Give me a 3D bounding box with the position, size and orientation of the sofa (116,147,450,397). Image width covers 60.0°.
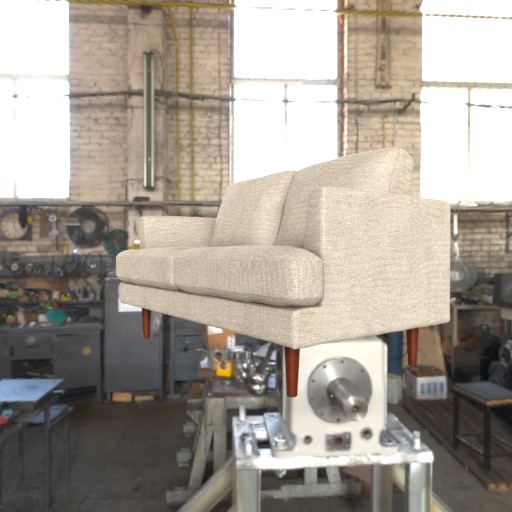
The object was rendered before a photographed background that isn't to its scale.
[{"bbox_3d":[0.000,0.000,2.203,0.903,0.944,1.582,0,1,-36],"label":"sofa"}]
